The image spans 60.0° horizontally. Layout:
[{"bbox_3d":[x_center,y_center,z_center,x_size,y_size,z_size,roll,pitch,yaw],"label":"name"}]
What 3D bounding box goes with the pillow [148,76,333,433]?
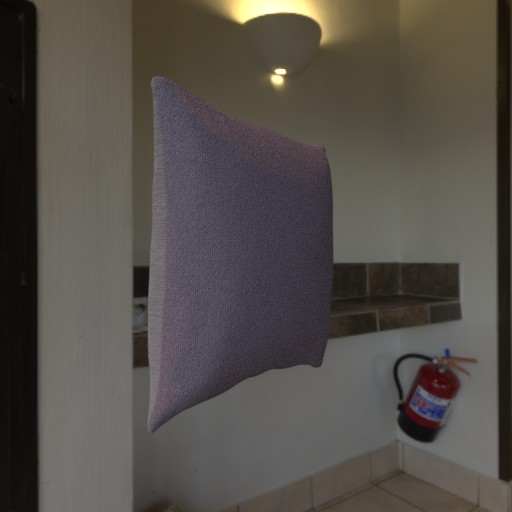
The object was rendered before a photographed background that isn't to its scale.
[{"bbox_3d":[0.000,0.000,0.713,0.204,0.439,0.452,0,0,36],"label":"pillow"}]
